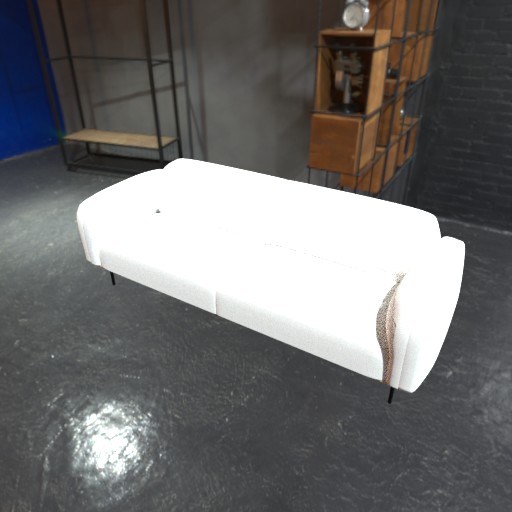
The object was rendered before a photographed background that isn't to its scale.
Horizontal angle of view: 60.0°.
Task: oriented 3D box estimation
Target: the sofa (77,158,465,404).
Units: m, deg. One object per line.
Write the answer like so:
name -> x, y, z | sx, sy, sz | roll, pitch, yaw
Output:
sofa -> 0.000, 0.000, 2.709 | 2.280, 0.780, 0.870 | 18, 35, 27
